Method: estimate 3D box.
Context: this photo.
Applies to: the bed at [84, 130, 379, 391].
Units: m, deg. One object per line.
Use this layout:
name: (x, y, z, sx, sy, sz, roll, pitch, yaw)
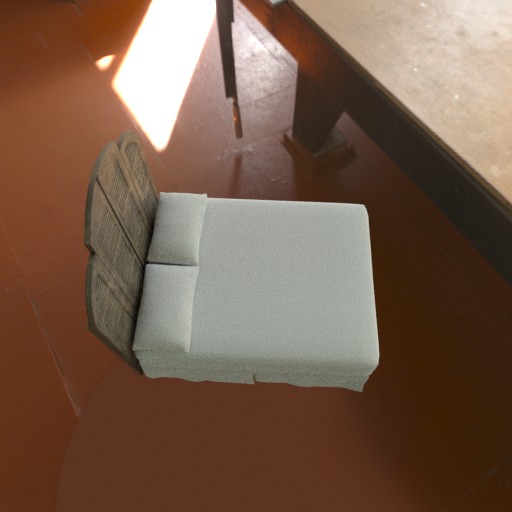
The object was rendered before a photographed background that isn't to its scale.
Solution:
bed: (0.000, 0.000, 3.619, 2.138, 2.019, 1.713, 2, 63, 1)
